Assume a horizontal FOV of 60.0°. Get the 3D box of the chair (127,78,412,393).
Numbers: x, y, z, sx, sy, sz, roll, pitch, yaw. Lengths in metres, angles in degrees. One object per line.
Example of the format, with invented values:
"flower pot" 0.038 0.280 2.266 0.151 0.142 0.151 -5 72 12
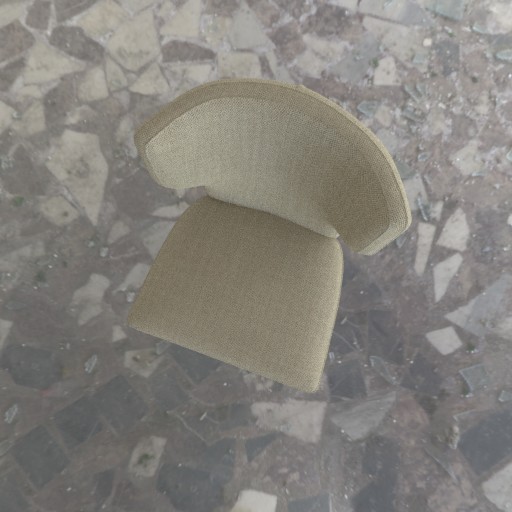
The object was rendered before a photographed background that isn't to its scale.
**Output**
"chair" 0.000 0.000 1.273 0.611 0.824 0.617 19 77 5
